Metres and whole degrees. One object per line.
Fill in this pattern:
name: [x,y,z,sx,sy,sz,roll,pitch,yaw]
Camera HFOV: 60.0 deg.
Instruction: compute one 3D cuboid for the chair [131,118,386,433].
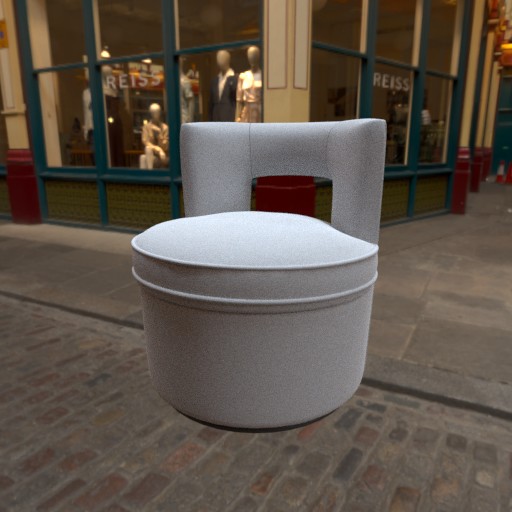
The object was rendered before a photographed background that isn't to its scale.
chair: [0.000,0.000,1.215,0.650,0.723,0.665,8,16,27]
